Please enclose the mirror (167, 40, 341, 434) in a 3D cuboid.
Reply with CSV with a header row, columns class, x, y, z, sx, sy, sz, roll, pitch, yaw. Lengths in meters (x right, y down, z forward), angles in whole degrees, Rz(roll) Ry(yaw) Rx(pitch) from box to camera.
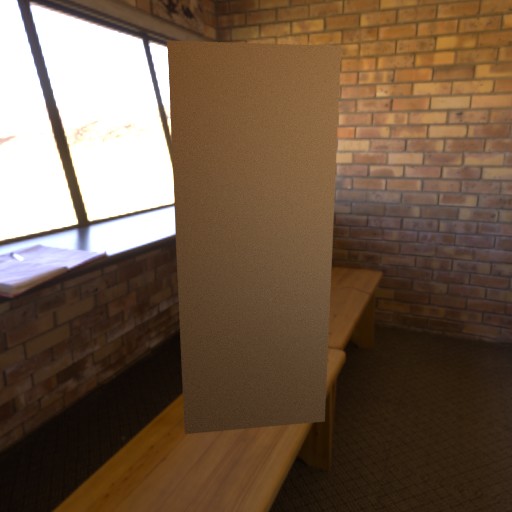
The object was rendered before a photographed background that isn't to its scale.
class,x,y,z,sx,sy,sz,roll,pitch,yaw
mirror,0.000,0.000,2.308,0.812,2.031,0.025,-2,15,-8
